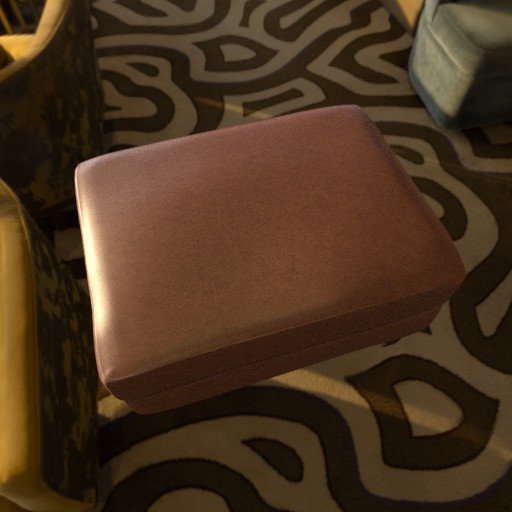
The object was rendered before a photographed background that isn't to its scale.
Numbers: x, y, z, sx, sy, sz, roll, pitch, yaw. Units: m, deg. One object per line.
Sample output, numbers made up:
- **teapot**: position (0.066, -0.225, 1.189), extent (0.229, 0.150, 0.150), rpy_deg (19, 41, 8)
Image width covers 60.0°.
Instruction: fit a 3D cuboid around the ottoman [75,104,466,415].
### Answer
- **ottoman**: position (0.000, 0.000, 1.256), extent (0.851, 0.485, 0.650), rpy_deg (-15, 59, -9)
